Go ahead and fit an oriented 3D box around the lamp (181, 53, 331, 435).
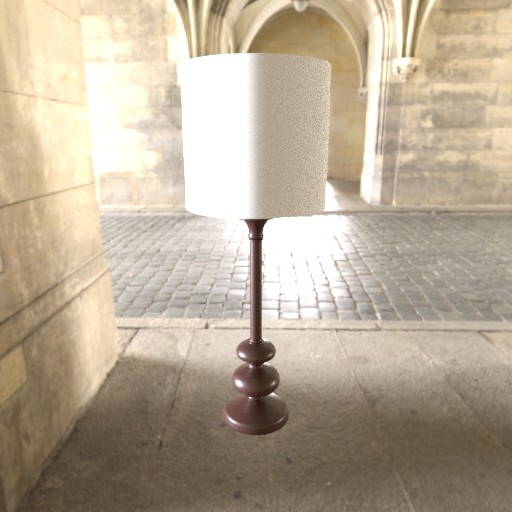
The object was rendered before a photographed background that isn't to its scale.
[{"bbox_3d":[0.000,0.000,0.840,0.254,0.690,0.254,14,20,42],"label":"lamp"}]
